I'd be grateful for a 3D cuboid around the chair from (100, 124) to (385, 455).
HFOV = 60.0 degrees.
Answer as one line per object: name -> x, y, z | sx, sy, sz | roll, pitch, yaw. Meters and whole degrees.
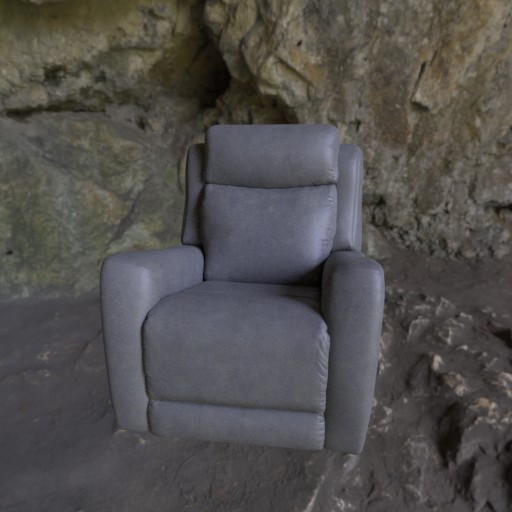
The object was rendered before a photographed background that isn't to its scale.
chair -> 0.000, 0.000, 1.884 | 0.967, 1.116, 1.068 | 2, 14, 10
